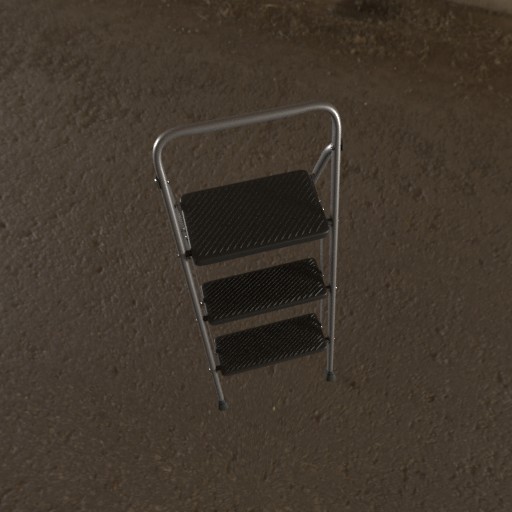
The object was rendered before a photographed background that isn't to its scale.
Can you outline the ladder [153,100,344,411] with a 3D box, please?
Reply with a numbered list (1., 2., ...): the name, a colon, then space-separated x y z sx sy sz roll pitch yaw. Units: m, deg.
1. ladder: 0.000 0.000 1.278 0.430 0.945 0.629 -13 63 -7
